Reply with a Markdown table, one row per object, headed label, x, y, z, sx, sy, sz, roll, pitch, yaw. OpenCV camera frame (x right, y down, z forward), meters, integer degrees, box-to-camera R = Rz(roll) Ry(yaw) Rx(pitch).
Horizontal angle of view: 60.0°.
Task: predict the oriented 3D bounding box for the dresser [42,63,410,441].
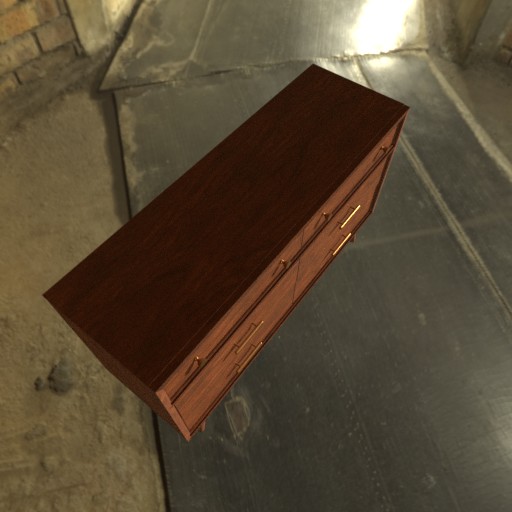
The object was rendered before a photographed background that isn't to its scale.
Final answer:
| label | x | y | z | sx | sy | sz | roll | pitch | yaw |
| --- | --- | --- | --- | --- | --- | --- | --- | --- | --- |
| dresser | 0.000 | 0.000 | 1.949 | 0.500 | 0.889 | 1.472 | 33 | 63 | 19 |
